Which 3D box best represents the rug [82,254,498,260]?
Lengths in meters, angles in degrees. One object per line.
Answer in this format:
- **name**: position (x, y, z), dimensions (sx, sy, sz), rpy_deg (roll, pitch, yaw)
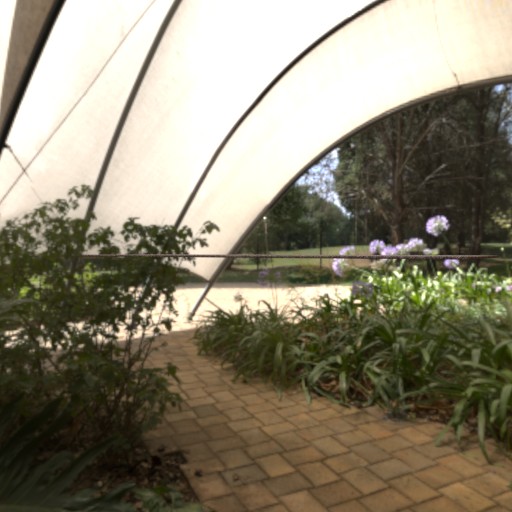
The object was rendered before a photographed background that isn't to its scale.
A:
- **rug**: position (0.000, 0.000, 2.459), dimensions (2.296, 0.011, 0.691), rpy_deg (0, 1, 36)
